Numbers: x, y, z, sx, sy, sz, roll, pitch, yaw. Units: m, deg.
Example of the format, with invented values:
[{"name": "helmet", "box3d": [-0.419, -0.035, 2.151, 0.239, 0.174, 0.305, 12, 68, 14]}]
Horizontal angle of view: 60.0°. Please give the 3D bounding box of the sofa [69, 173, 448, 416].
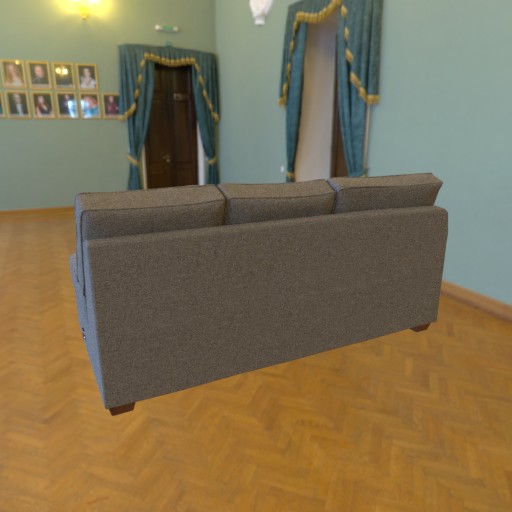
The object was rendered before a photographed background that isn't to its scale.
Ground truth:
[{"name": "sofa", "box3d": [0.000, 0.000, 2.568, 1.963, 0.946, 1.034, -8, 18, -26]}]
